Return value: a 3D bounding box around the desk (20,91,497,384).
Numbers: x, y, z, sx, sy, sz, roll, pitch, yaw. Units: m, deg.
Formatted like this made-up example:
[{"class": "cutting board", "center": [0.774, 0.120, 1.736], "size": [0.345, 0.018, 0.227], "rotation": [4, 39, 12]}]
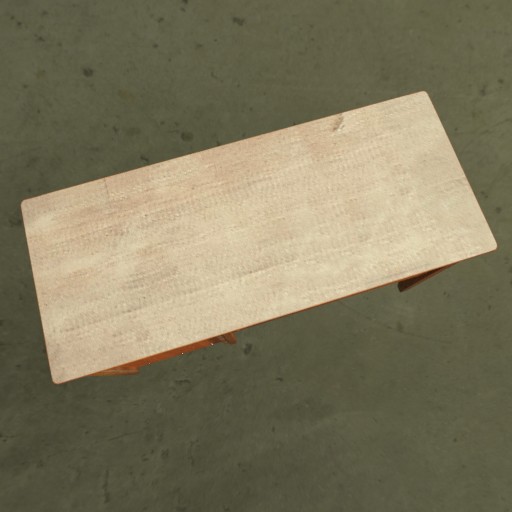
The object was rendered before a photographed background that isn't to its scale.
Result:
[{"class": "desk", "center": [0.000, 0.000, 1.712], "size": [1.353, 0.756, 0.574], "rotation": [-16, 76, -4]}]
